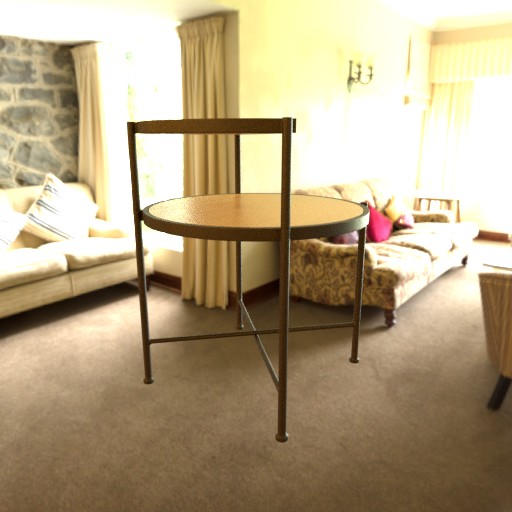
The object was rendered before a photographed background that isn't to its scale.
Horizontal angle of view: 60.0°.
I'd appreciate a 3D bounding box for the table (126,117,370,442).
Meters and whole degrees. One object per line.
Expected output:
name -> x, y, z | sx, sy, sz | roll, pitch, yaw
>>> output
table -> 0.000, 0.000, 1.184 | 0.628, 0.684, 0.629 | -3, 15, -11
